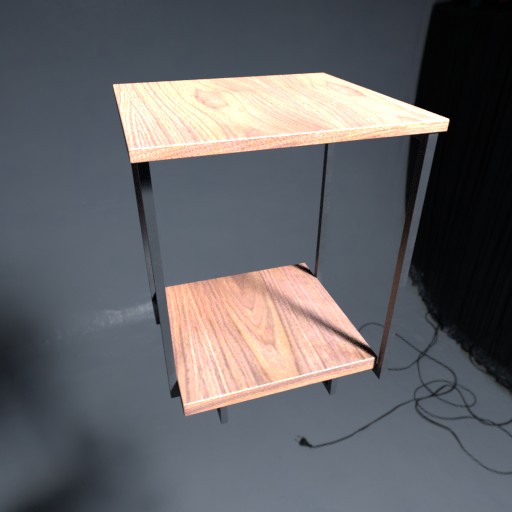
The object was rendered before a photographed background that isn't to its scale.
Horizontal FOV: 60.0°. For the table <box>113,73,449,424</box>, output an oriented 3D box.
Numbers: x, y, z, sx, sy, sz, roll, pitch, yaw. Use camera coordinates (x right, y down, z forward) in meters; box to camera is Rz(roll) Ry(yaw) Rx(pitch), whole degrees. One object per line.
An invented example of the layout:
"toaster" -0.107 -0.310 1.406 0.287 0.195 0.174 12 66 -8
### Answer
"table" 0.000 0.000 0.831 0.411 0.567 0.384 -9 33 -15
